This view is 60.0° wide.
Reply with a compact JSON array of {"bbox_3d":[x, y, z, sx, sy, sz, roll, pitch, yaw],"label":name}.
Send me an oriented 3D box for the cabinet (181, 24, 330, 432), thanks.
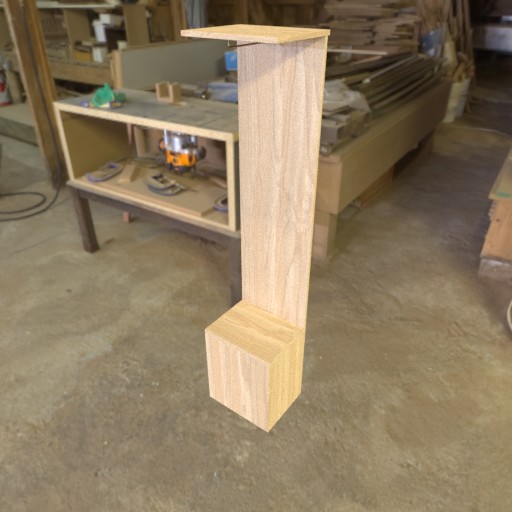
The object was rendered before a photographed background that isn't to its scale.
[{"bbox_3d":[0.000,0.000,2.062,0.411,1.879,0.338,21,37,30],"label":"cabinet"}]
